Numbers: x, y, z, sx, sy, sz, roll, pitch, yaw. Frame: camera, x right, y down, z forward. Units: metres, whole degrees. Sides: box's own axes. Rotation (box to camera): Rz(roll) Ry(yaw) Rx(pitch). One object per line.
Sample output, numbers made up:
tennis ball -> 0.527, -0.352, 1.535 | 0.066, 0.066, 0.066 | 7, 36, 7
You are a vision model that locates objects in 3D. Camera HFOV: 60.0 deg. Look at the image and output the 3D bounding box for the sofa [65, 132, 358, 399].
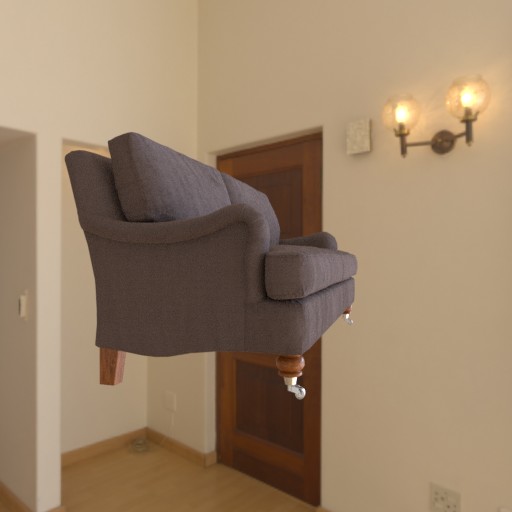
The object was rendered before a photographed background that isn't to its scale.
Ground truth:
sofa -> 0.000, 0.000, 2.735 | 1.086, 1.087, 2.165 | 0, 0, 18
